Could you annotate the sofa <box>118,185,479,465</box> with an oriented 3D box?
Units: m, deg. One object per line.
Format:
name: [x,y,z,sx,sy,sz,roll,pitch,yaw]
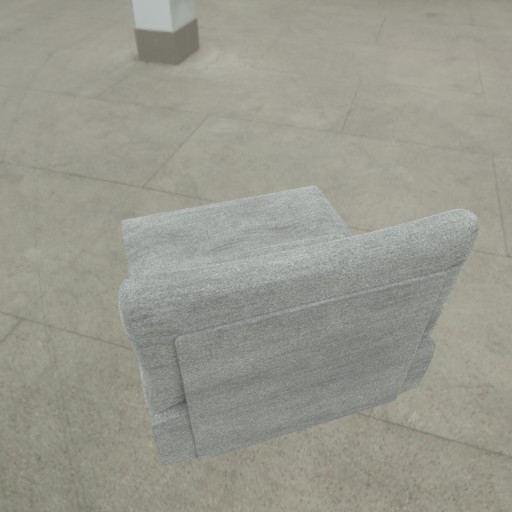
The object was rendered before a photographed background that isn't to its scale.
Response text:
sofa: [0.000,0.000,1.620,0.930,0.820,1.000,-12,44,-13]
